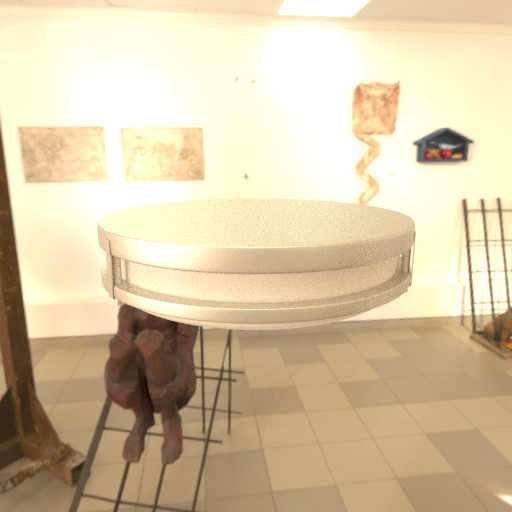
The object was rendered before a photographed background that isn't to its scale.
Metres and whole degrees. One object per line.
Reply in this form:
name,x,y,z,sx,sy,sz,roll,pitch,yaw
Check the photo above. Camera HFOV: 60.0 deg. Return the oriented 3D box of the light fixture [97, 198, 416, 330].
light fixture,0.000,0.000,0.535,0.356,0.102,0.356,0,14,0
